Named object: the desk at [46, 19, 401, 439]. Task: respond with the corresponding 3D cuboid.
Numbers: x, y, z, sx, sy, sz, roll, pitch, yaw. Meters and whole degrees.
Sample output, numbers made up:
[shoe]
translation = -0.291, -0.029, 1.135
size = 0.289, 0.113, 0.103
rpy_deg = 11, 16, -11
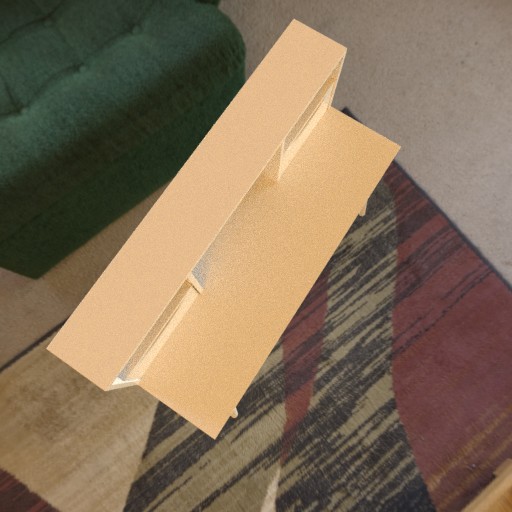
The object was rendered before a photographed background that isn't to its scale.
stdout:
[desk]
translation = 0.000, 0.000, 1.706
size = 0.559, 0.990, 1.199
rpy_deg = 33, 79, 7
